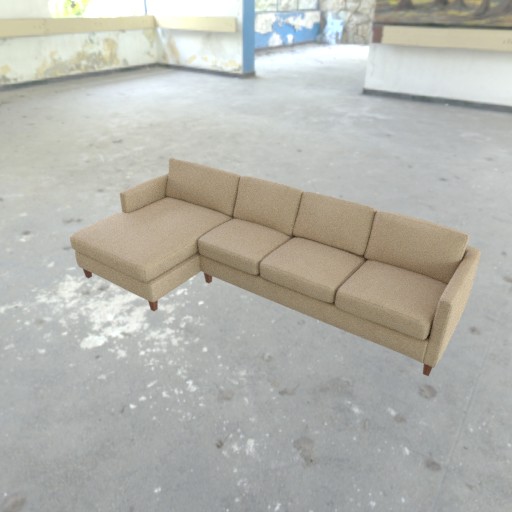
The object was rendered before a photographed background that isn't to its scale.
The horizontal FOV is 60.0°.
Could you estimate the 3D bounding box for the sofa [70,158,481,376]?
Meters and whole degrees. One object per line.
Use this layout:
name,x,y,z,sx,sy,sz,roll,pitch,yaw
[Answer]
sofa,0.000,0.000,3.766,3.201,0.876,1.502,20,36,30
